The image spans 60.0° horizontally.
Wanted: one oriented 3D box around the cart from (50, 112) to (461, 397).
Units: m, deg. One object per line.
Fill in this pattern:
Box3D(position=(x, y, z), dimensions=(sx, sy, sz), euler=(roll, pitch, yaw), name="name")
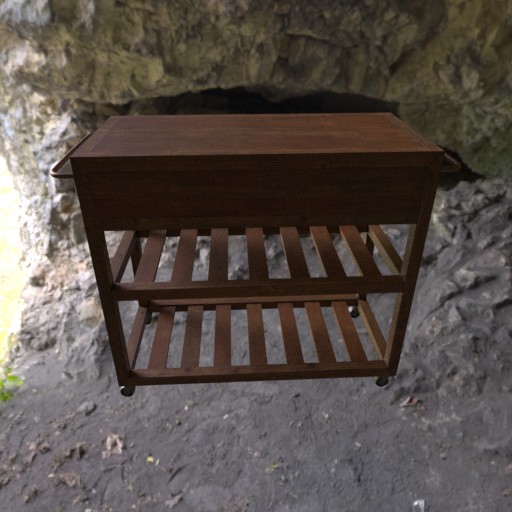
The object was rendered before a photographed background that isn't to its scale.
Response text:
Box3D(position=(0.000, 0.000, 1.475), dimensions=(1.065, 0.830, 0.445), euler=(-2, 30, -3), name="cart")
